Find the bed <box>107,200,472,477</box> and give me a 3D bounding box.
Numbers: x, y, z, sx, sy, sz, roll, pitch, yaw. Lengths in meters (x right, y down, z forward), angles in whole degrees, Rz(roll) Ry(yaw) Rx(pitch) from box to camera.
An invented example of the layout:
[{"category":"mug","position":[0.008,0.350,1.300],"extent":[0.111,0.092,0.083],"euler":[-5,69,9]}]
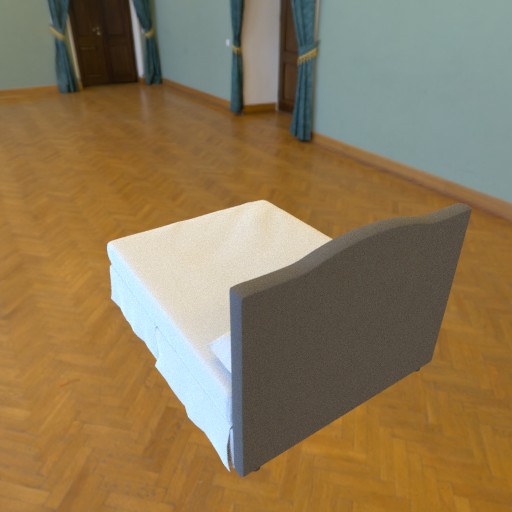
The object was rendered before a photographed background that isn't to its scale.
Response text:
[{"category":"bed","position":[0.000,0.000,3.459],"extent":[1.821,1.436,2.282],"euler":[-19,36,-29]}]
